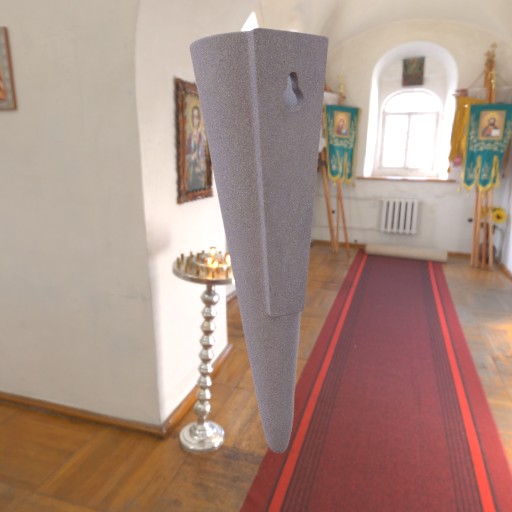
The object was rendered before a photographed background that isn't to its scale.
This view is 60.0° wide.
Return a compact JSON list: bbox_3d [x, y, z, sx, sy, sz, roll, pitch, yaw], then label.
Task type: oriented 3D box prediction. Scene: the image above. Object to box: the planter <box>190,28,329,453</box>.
[{"bbox_3d":[0.000,0.000,0.298,0.078,0.259,0.087,-7,16,-26],"label":"planter"}]
